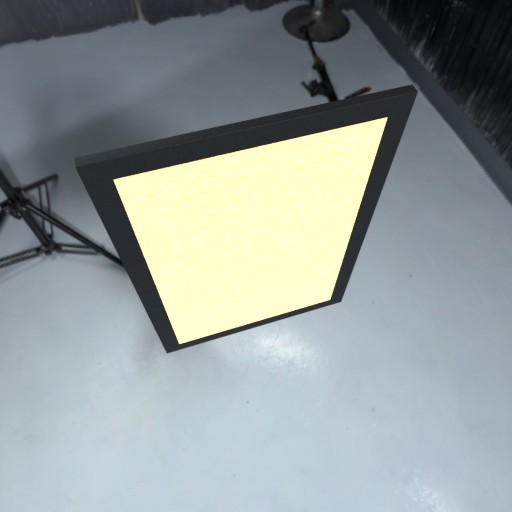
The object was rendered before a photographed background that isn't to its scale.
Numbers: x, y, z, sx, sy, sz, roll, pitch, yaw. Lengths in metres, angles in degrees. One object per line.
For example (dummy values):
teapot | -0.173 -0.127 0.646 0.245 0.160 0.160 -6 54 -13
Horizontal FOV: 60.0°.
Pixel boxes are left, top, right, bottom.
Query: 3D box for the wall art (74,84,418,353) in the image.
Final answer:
wall art | 0.000 0.000 0.600 0.326 0.459 0.011 -15 59 -9
